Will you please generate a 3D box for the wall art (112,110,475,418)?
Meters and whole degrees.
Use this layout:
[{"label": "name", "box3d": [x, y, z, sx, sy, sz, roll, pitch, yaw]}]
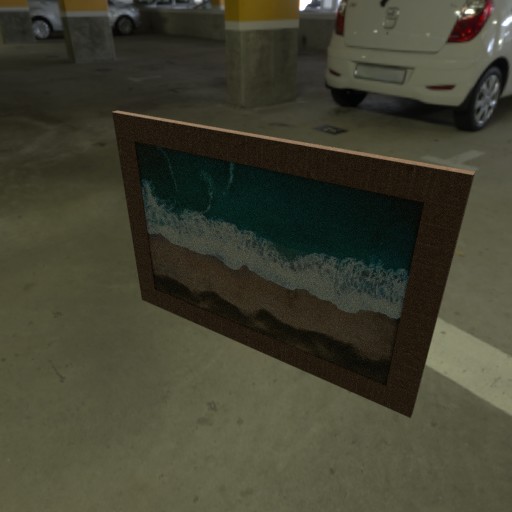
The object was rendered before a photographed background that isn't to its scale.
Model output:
[{"label": "wall art", "box3d": [0.000, 0.000, 1.154, 0.917, 0.626, 0.019, 18, 35, 28]}]
